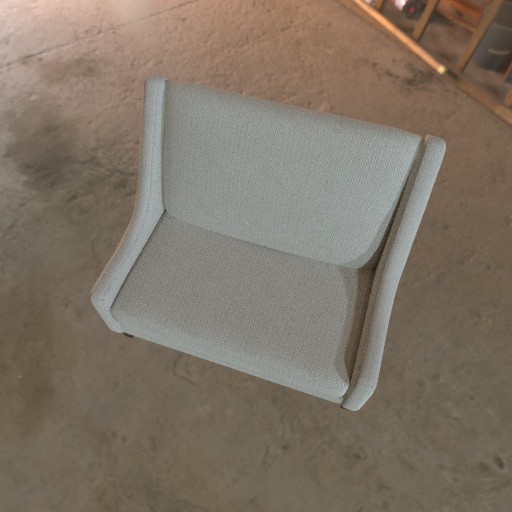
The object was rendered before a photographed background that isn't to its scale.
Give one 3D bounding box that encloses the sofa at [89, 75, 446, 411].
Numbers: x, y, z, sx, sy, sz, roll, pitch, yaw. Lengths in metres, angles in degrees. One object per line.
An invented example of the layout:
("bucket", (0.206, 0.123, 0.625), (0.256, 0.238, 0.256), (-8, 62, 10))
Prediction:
("sofa", (0.000, 0.000, 1.952), (1.242, 1.022, 0.870), (16, 59, 10))
